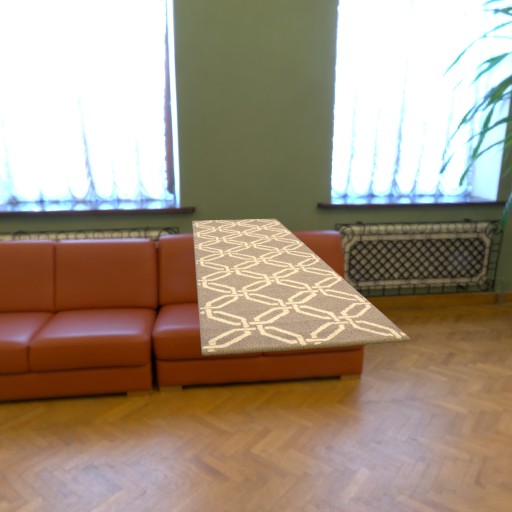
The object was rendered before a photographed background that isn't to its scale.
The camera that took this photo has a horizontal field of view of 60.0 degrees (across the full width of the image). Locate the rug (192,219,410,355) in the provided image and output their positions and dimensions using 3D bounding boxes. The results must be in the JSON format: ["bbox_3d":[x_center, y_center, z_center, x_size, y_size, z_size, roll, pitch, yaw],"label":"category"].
[{"bbox_3d":[0.000,0.000,2.483,0.678,0.014,2.276,-2,15,-8],"label":"rug"}]
